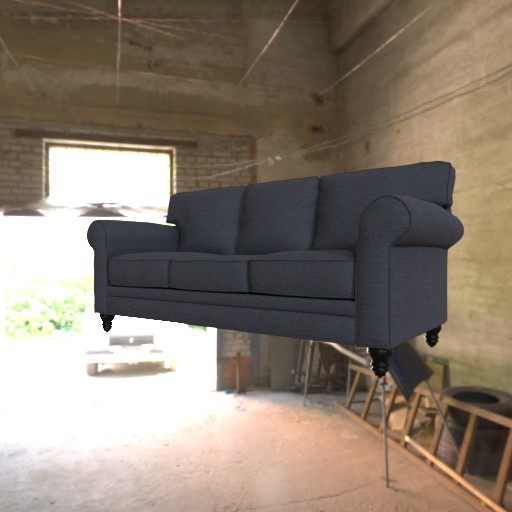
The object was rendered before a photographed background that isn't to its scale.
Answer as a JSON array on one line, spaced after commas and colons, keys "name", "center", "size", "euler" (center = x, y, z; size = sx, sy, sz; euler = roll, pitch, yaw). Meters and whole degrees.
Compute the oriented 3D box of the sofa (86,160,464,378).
[{"name": "sofa", "center": [0.000, 0.000, 2.579], "size": [2.084, 0.966, 0.909], "euler": [0, 0, 36]}]
